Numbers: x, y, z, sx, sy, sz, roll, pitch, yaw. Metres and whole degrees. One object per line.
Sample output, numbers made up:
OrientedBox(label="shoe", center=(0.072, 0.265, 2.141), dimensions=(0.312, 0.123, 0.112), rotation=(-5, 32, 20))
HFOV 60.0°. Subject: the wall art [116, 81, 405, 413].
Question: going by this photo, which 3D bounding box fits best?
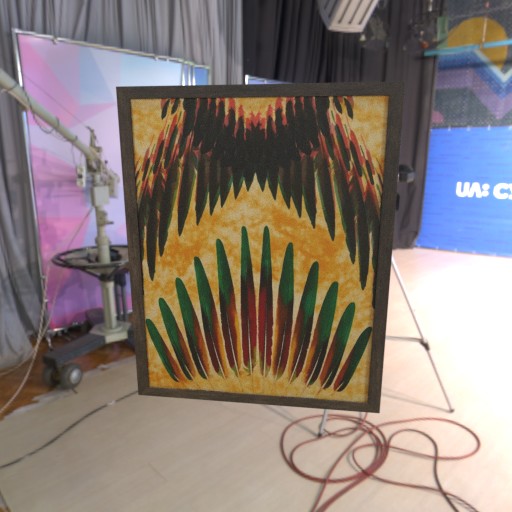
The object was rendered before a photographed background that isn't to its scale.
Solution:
OrientedBox(label="wall art", center=(0.000, 0.000, 0.562), dimensions=(0.329, 0.406, 0.027), rotation=(2, 14, 7))
